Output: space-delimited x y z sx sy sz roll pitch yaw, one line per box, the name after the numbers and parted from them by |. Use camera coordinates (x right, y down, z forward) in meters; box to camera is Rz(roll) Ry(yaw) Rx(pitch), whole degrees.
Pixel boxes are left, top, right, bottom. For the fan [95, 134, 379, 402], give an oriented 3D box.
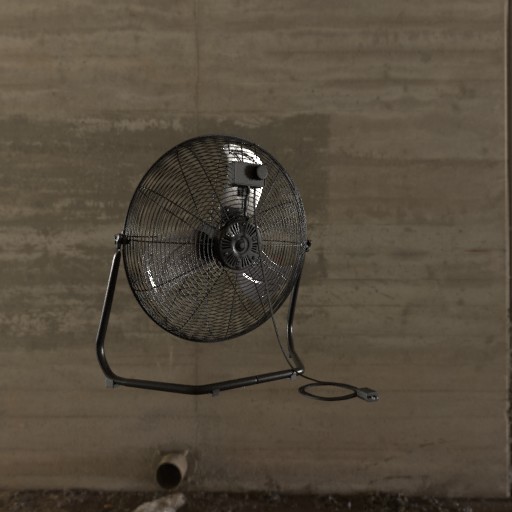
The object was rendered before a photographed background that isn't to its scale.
0.000 0.000 1.021 0.595 0.605 0.470 0 -1 -35 | fan
